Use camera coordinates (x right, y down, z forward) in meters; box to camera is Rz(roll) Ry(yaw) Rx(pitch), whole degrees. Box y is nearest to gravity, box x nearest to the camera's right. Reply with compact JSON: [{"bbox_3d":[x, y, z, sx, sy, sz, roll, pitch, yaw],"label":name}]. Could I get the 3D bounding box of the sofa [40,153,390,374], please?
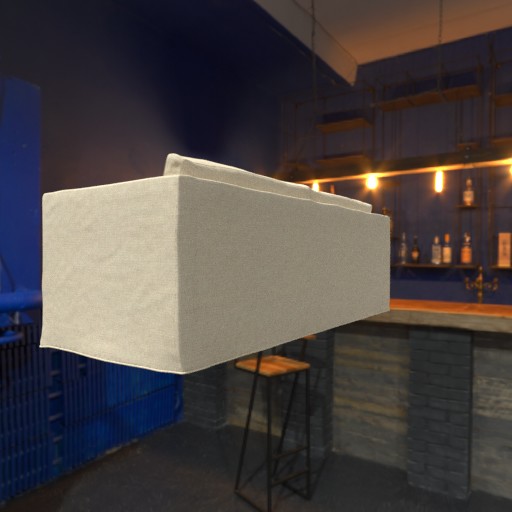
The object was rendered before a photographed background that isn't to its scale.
[{"bbox_3d":[0.000,0.000,2.774,0.962,0.853,2.312,0,0,35],"label":"sofa"}]
